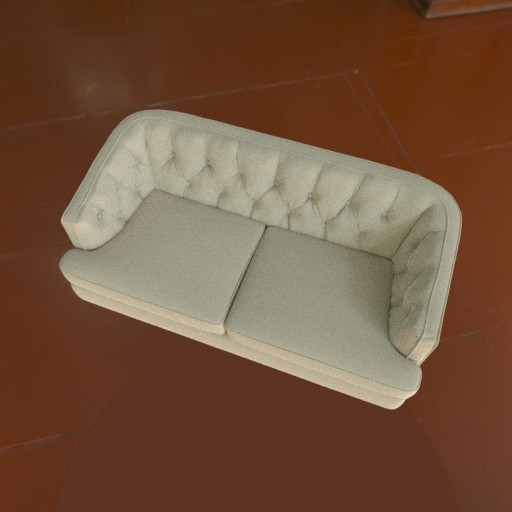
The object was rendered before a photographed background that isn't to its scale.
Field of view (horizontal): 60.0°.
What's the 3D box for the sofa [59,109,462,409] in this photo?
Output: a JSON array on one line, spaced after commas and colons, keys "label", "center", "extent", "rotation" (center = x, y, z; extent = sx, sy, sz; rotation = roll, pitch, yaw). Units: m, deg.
[{"label": "sofa", "center": [0.000, 0.000, 2.242], "extent": [1.733, 0.855, 0.941], "rotation": [17, 60, 10]}]
